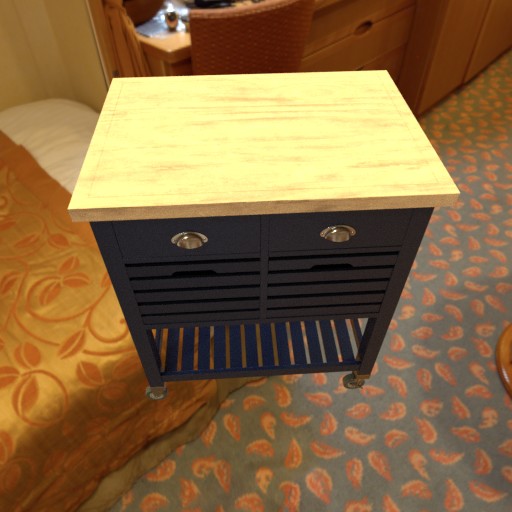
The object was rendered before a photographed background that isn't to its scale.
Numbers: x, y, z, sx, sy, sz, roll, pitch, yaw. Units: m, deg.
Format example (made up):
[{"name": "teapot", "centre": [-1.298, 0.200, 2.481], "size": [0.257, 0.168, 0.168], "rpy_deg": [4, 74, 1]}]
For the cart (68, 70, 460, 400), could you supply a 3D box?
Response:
[{"name": "cart", "centre": [0.000, 0.000, 1.412], "size": [0.797, 0.920, 0.567], "rpy_deg": [-3, 47, -3]}]
